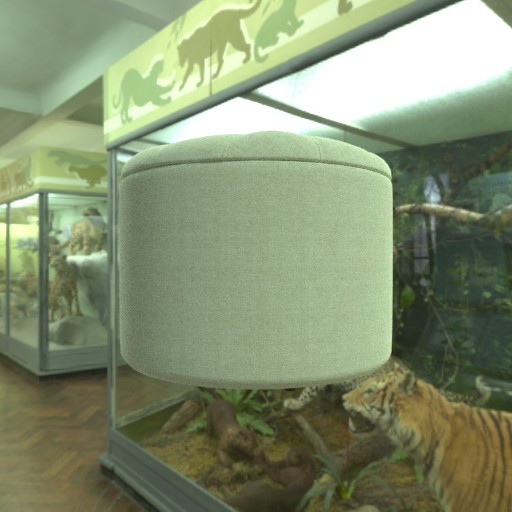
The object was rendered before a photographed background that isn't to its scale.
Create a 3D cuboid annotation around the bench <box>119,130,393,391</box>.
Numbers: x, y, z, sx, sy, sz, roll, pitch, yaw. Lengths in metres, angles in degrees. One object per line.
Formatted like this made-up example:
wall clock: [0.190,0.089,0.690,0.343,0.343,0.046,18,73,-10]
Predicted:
bench: [0.000,0.000,1.018,0.600,0.453,0.600,0,0,0]
